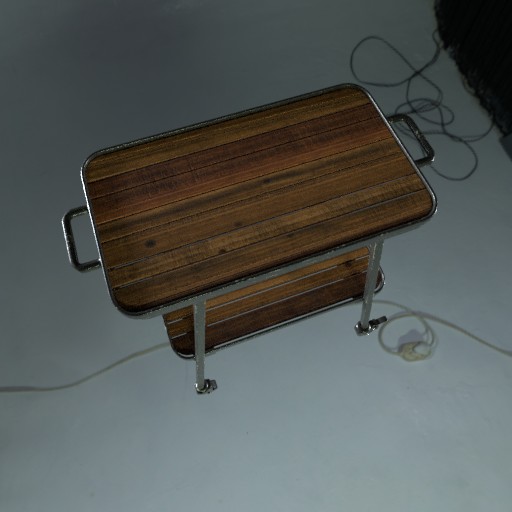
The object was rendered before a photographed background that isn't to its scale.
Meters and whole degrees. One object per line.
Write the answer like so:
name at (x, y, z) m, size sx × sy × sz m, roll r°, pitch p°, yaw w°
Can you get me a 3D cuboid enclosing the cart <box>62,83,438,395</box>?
cart at (0.000, 0.000, 1.253) m, size 0.806 × 0.700 × 0.515 m, roll -18°, pitch 65°, yaw -9°
